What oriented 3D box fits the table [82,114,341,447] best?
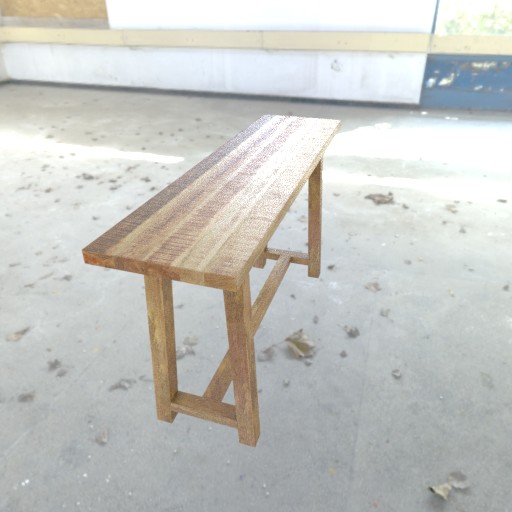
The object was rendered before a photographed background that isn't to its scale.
[{"bbox_3d":[0.000,0.000,1.865,0.405,0.810,1.524,9,32,16],"label":"table"}]
